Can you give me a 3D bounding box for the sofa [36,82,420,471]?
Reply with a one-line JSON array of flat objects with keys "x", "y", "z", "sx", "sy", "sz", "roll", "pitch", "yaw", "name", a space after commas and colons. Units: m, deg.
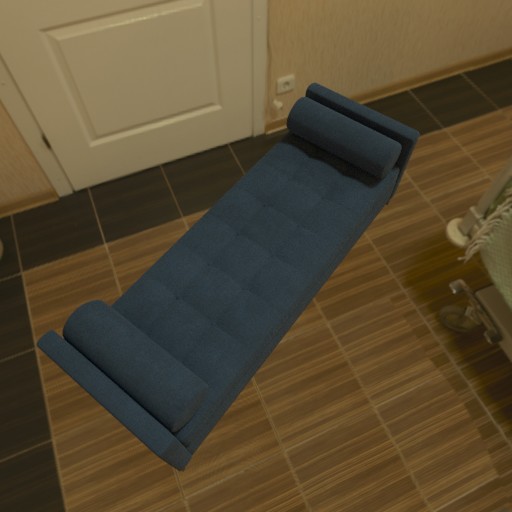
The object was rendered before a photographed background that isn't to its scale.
[{"x": 0.000, "y": 0.000, "z": 2.289, "sx": 0.686, "sy": 0.635, "sz": 1.981, "roll": 33, "pitch": 64, "yaw": 18, "name": "sofa"}]
